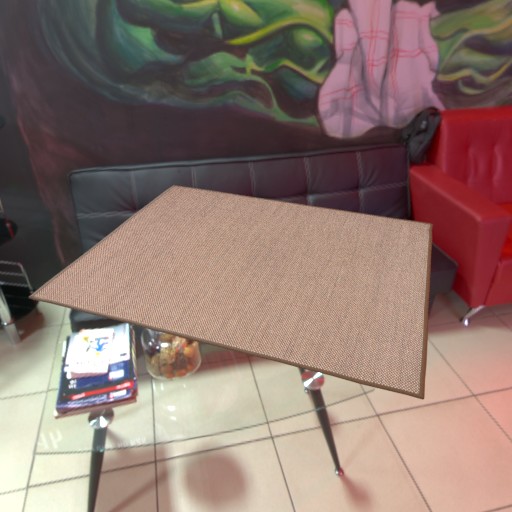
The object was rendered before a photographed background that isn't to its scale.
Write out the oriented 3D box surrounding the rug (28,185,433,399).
[{"bbox_3d":[0.000,0.000,4.067,3.041,0.020,2.413,11,34,17],"label":"rug"}]
